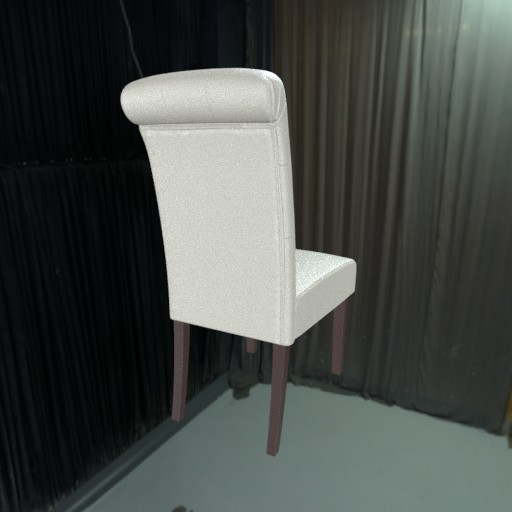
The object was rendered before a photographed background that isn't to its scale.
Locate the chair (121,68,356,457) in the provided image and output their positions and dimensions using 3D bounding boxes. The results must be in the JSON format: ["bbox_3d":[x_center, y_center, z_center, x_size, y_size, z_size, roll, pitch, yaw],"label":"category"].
[{"bbox_3d":[0.000,0.000,1.378,0.456,1.006,0.671,8,17,27],"label":"chair"}]
